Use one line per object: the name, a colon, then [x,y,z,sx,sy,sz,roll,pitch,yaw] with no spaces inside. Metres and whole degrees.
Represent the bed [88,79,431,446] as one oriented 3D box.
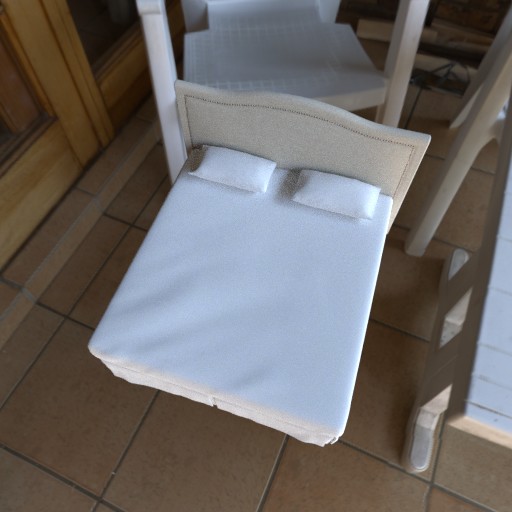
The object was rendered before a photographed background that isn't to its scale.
bed: [0.000,0.000,3.497,2.083,1.421,2.182,16,60,9]
